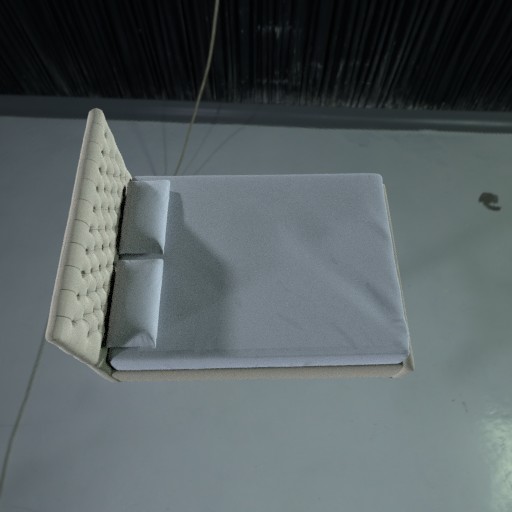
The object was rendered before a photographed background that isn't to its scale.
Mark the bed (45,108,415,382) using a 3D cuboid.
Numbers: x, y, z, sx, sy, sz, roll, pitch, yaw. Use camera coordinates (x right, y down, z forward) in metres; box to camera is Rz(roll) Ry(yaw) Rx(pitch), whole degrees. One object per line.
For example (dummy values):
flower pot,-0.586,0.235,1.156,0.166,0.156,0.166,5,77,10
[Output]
bed,0.000,0.000,3.425,2.387,1.427,1.698,-1,65,0
